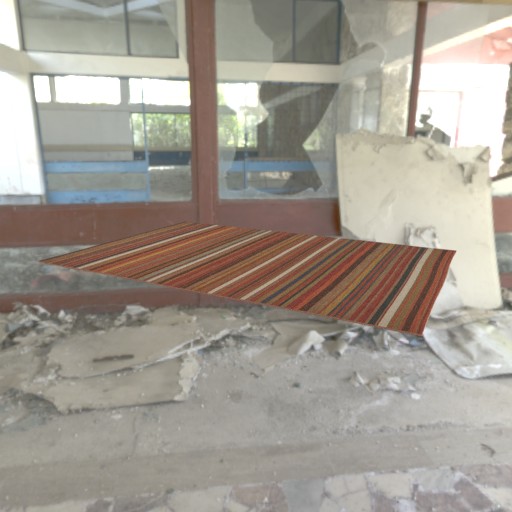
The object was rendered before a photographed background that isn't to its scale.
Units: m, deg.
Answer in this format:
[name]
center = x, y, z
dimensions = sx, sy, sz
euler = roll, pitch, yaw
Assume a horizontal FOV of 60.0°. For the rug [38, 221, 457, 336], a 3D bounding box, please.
[rug]
center = 0.000, 0.000, 2.311
dimensions = 1.828, 0.007, 1.217
euler = 8, 17, 27
